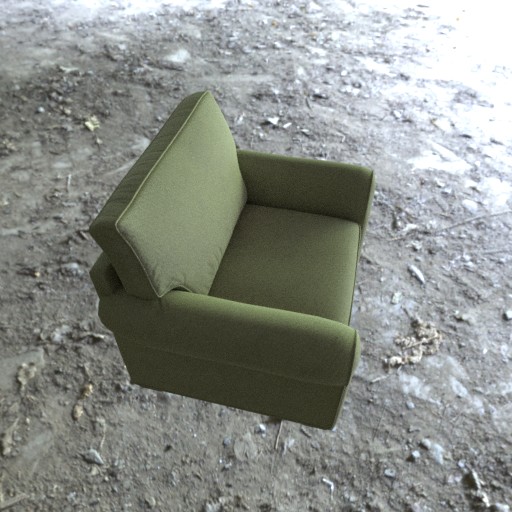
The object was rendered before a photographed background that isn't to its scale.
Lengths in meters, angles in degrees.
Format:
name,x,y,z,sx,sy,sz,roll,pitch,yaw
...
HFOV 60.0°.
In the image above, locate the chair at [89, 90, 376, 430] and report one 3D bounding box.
name,x,y,z,sx,sy,sz,roll,pitch,yaw
chair,0.000,0.000,1.938,0.939,1.044,1.147,10,47,9
